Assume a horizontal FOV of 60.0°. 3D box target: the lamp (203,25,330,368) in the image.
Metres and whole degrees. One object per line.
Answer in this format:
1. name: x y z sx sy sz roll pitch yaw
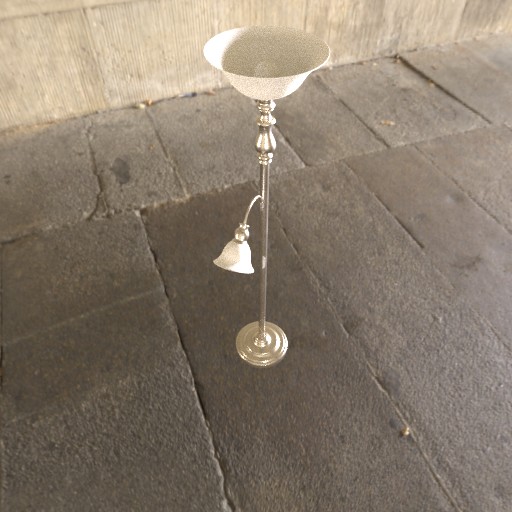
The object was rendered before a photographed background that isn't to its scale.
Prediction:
1. lamp: 0.000 0.000 2.025 0.405 1.785 0.575 18 50 16
